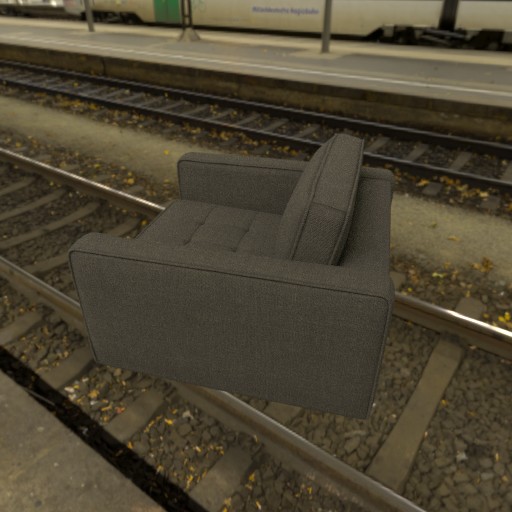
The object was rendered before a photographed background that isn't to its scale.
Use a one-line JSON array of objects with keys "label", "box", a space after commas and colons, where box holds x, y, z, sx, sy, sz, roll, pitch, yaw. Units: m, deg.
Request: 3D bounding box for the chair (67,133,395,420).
[{"label": "chair", "box": [0.000, 0.000, 1.611, 0.919, 0.770, 0.899, 8, 33, 13]}]
